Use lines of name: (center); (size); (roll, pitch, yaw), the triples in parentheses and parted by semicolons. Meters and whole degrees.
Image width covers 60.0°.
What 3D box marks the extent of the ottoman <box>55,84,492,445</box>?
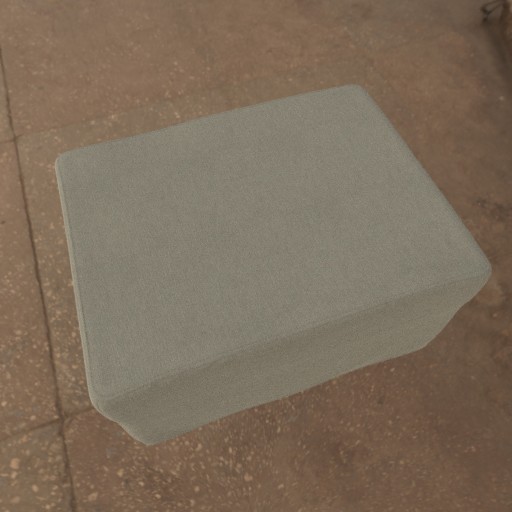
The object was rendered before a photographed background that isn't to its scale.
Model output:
ottoman: (0.000, 0.000, 1.165); (0.833, 0.461, 0.648); (-17, 60, -10)
